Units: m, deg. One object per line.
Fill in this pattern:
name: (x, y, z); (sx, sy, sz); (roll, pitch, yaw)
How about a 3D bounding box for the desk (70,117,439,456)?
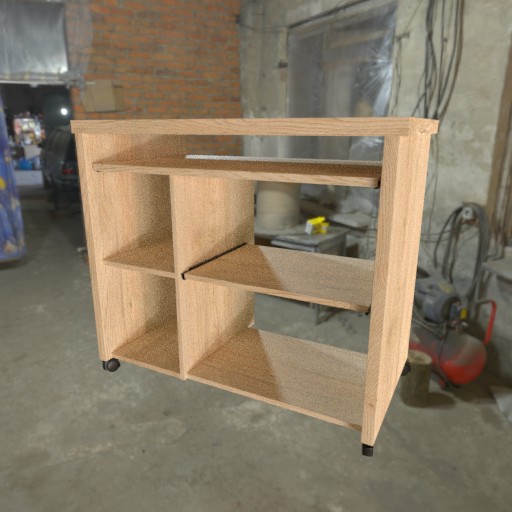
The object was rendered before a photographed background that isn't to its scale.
desk: (0.000, 0.000, 1.315); (0.885, 0.770, 0.480); (8, 18, 26)
